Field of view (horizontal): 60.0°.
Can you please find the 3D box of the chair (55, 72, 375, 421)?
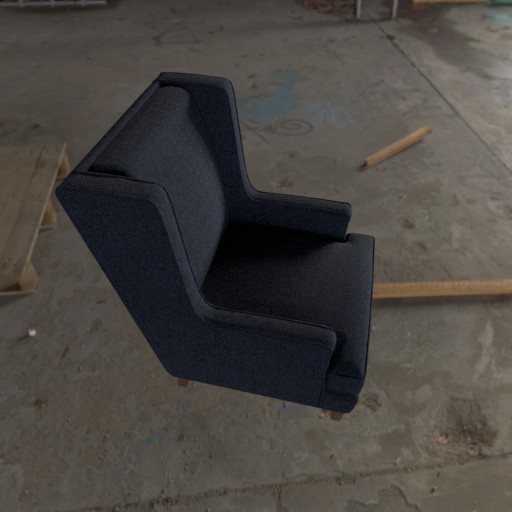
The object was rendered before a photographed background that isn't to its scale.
[{"bbox_3d":[0.000,0.000,1.741,0.947,1.072,0.764,9,46,9],"label":"chair"}]
